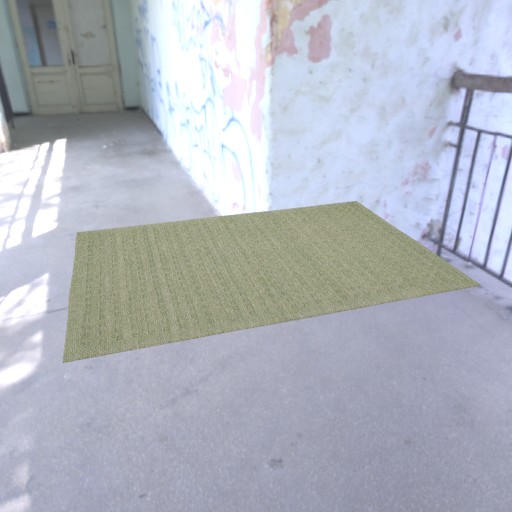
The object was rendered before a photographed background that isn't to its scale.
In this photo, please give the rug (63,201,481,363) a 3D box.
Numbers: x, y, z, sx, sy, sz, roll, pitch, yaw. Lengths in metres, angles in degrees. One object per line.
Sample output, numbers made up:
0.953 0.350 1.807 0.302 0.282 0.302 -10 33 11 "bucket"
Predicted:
0.000 0.000 2.226 1.747 0.006 1.143 -8 28 -15 "rug"
